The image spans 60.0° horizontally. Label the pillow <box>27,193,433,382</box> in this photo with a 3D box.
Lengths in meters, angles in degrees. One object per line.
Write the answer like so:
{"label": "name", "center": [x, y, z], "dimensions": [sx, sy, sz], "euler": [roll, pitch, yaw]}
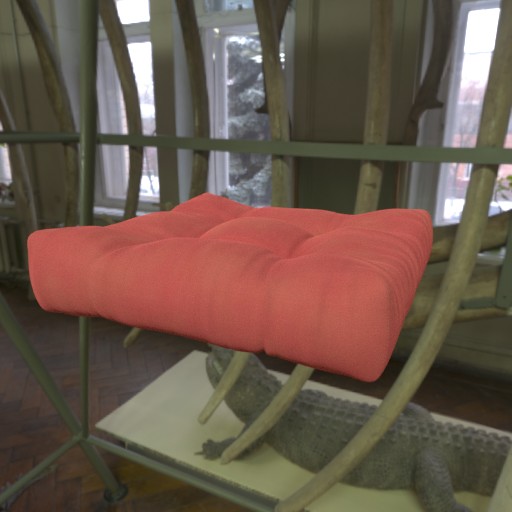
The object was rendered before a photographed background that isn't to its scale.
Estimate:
{"label": "pillow", "center": [0.000, 0.000, 0.697], "dimensions": [0.490, 0.128, 0.468], "euler": [8, 17, 25]}
